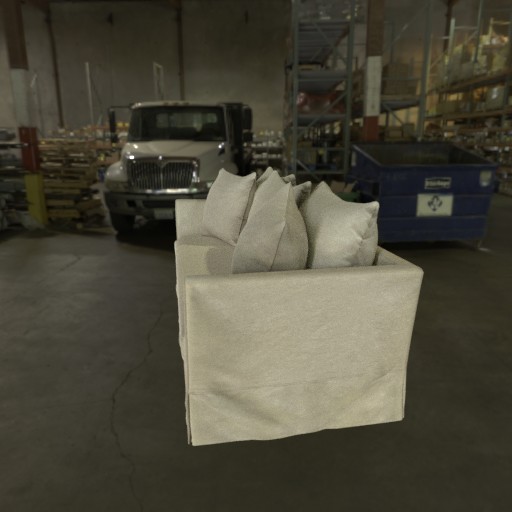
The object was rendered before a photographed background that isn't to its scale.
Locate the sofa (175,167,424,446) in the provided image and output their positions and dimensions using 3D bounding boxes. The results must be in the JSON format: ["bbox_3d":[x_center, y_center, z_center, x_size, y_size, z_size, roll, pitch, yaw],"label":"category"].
[{"bbox_3d":[0.000,0.000,2.845,1.031,1.034,2.290,-3,15,-10],"label":"sofa"}]
